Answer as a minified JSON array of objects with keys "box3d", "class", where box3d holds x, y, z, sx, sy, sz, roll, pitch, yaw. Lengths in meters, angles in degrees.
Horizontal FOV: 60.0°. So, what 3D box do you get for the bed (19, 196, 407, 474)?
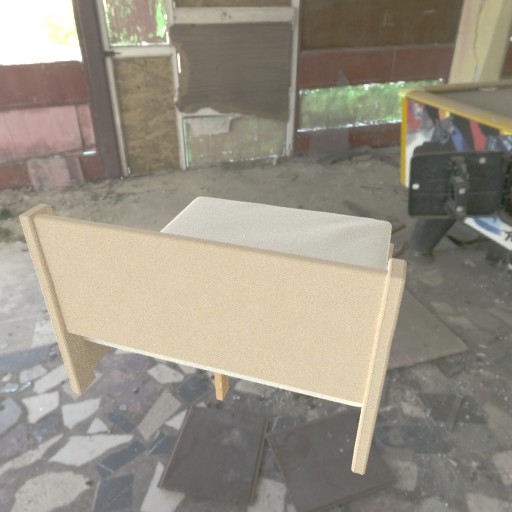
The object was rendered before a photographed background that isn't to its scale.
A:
[{"box3d":[0.000,0.000,3.574,2.145,1.471,2.293,9,32,15],"class":"bed"}]
